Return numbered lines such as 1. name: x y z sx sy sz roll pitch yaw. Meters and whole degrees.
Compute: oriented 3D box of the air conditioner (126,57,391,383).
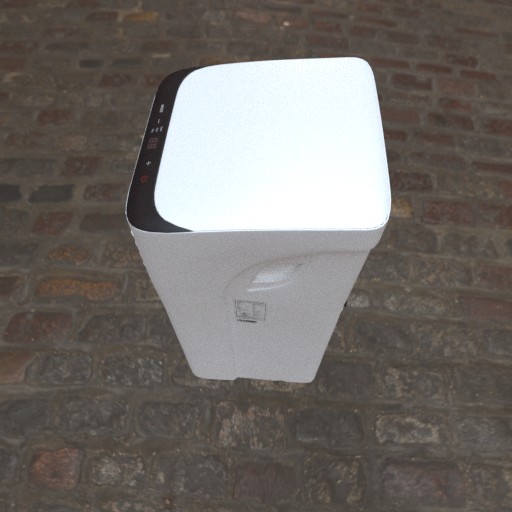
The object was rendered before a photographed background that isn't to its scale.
1. air conditioner: 0.000 0.000 0.927 0.369 0.716 0.352 3 57 2
